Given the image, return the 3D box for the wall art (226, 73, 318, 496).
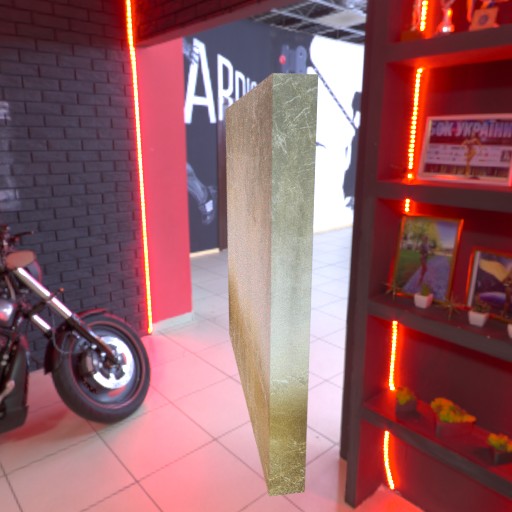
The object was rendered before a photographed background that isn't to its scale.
[{"bbox_3d":[0.000,0.000,0.602,0.038,0.407,0.405,-2,15,-9],"label":"wall art"}]
